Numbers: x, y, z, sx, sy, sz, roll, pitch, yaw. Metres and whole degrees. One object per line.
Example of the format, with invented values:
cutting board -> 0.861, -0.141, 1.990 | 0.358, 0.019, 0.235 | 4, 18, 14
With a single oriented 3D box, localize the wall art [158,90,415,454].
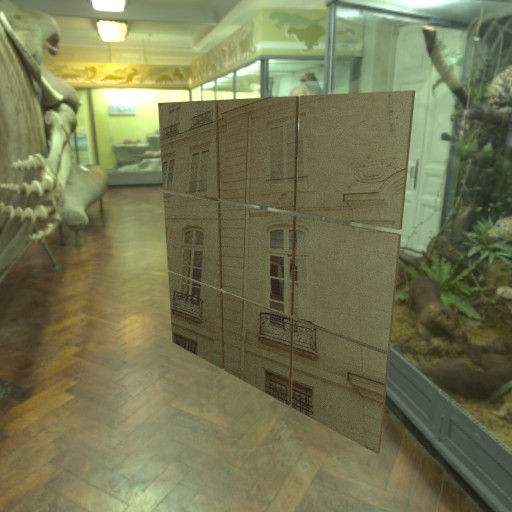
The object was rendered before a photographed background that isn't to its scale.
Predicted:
wall art -> 0.000, 0.000, 1.814 | 1.221, 1.218, 0.024 | 15, 23, 41
